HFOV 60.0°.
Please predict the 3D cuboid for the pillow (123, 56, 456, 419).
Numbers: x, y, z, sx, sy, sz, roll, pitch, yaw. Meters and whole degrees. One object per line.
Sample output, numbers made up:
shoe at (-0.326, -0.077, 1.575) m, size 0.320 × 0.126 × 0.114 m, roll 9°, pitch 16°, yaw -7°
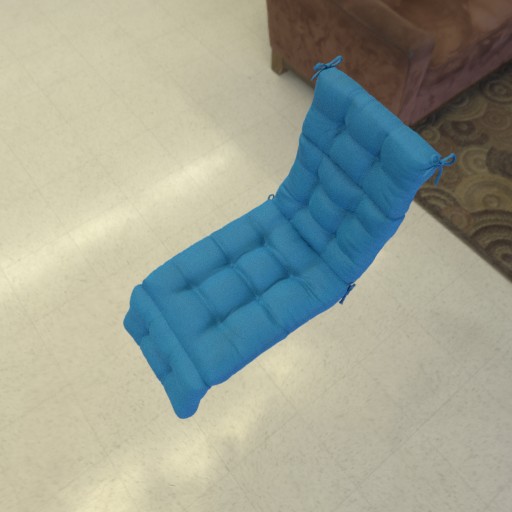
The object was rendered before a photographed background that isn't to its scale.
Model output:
pillow at (0.000, 0.000, 1.521) m, size 1.016 × 0.863 × 0.526 m, roll -32°, pitch 66°, yaw -16°
